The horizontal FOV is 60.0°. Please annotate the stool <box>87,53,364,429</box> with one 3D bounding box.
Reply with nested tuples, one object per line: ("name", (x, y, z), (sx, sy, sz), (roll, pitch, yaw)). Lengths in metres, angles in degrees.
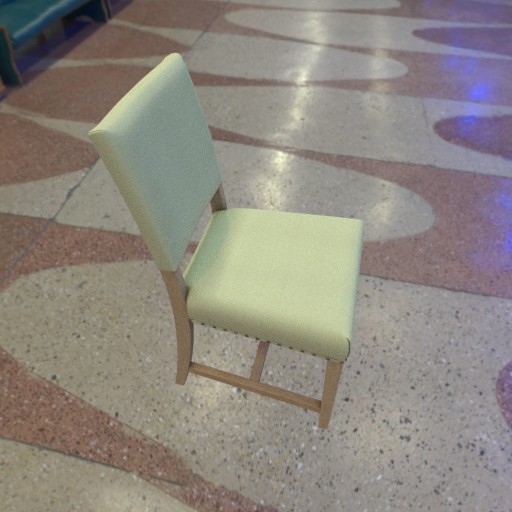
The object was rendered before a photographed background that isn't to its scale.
("stool", (0.000, 0.000, 1.332), (0.623, 0.986, 0.508), (10, 45, 10))
